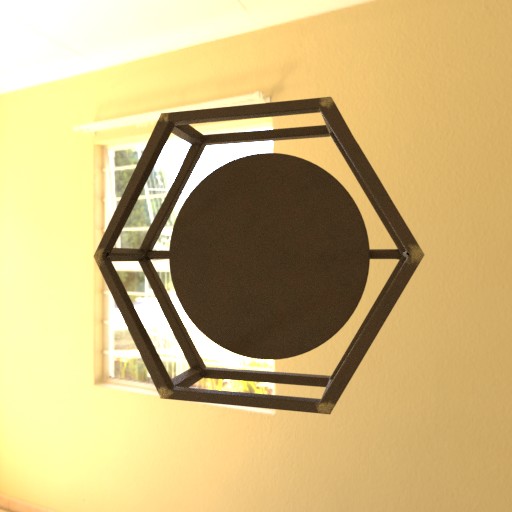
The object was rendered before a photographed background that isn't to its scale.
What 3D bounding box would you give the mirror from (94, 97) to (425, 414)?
[{"bbox_3d":[0.000,0.000,0.548,0.380,0.334,0.119,0,0,16],"label":"mirror"}]
